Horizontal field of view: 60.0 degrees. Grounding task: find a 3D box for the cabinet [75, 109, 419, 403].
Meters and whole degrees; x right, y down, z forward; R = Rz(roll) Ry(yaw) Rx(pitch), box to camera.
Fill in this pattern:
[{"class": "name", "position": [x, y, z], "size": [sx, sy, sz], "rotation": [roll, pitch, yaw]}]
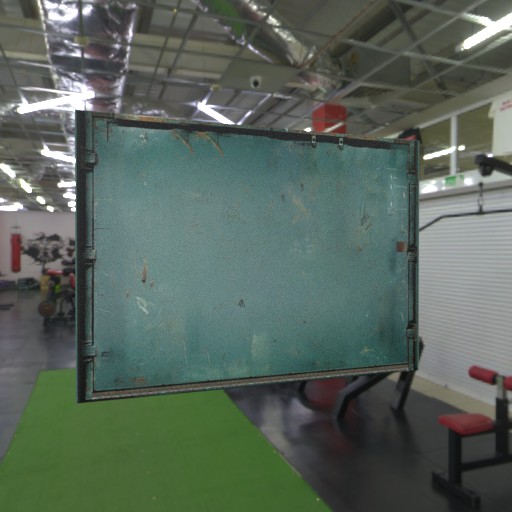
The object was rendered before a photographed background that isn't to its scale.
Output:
[{"class": "cabinet", "position": [0.000, 0.000, 4.034], "size": [3.001, 2.160, 0.680], "rotation": [0, 1, -18]}]
